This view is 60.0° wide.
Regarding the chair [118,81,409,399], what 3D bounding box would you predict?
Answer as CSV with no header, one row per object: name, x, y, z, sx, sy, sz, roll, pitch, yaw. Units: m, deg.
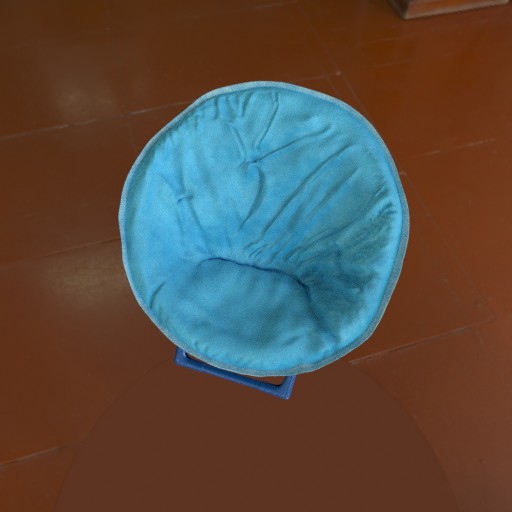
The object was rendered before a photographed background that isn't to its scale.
chair,0.000,0.000,0.888,0.520,0.478,0.465,15,59,9
